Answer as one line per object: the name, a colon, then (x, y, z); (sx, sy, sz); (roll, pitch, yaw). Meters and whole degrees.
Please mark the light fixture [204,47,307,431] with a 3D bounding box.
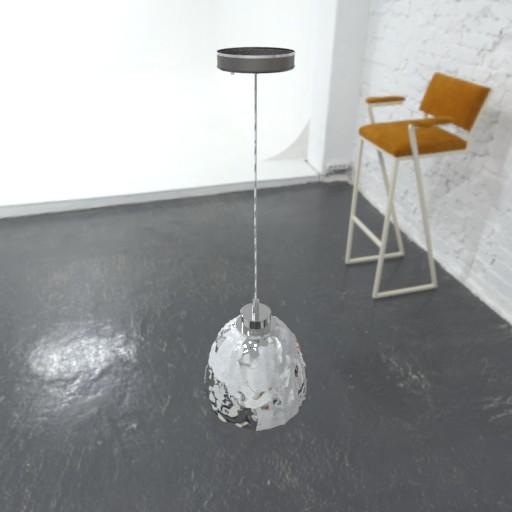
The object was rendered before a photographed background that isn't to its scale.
light fixture: (0.000, 0.000, 1.791); (0.496, 1.511, 0.500); (-20, 36, -30)
